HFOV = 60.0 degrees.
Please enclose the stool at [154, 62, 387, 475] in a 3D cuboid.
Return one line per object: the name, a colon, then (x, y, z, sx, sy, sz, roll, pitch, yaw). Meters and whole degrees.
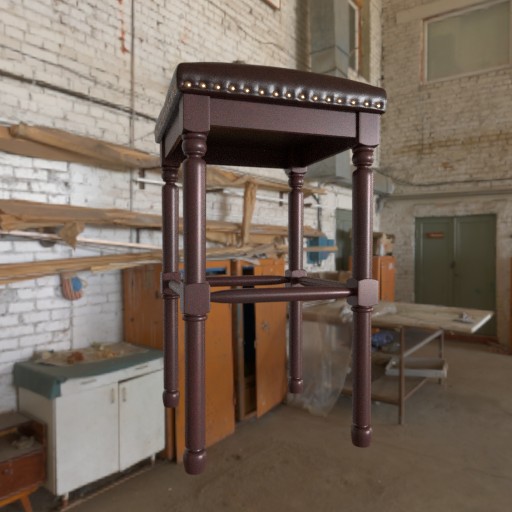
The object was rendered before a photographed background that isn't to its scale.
stool: (0.000, 0.000, 0.927, 0.383, 0.702, 0.382, 0, 1, -18)
